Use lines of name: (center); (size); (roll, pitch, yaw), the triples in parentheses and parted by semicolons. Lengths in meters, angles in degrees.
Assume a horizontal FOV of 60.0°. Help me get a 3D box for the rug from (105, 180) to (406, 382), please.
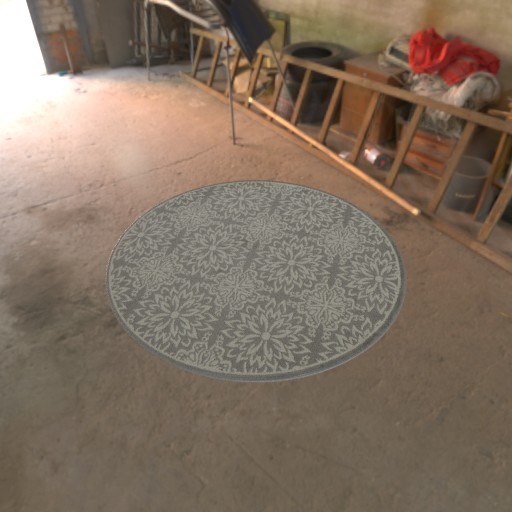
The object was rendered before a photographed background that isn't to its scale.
rug: (0.000, 0.000, 2.422); (1.593, 0.012, 1.593); (0, 40, 0)
